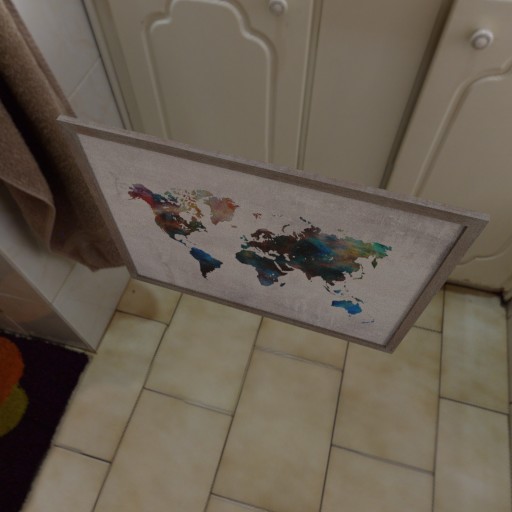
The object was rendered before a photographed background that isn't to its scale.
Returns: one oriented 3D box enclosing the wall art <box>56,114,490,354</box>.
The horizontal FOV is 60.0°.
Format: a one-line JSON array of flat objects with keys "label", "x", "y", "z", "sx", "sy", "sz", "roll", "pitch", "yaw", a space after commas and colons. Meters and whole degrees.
[{"label": "wall art", "x": 0.000, "y": 0.000, "z": 1.323, "sx": 1.012, "sy": 0.774, "sz": 0.019, "roll": 15, "pitch": 59, "yaw": 9}]
